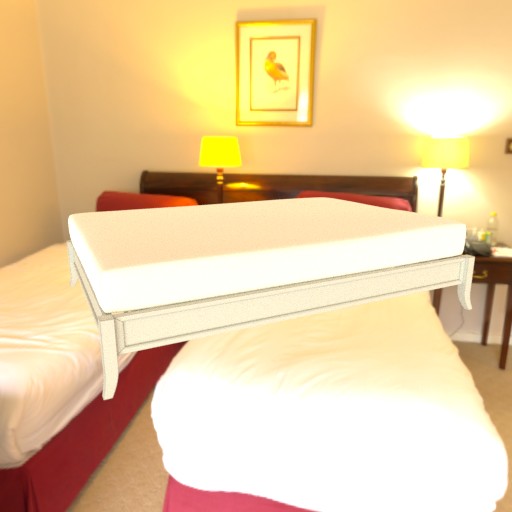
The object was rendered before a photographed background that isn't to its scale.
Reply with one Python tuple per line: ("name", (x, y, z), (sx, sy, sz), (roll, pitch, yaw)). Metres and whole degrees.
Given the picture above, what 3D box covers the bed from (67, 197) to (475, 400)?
("bed", (0.000, 0.000, 2.619), (1.985, 0.510, 1.460), (-7, 17, -26))
